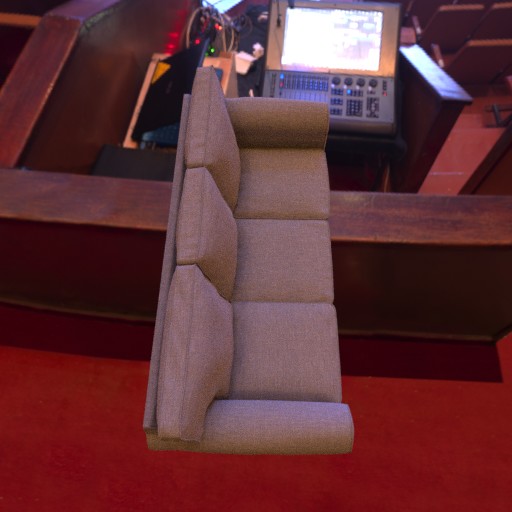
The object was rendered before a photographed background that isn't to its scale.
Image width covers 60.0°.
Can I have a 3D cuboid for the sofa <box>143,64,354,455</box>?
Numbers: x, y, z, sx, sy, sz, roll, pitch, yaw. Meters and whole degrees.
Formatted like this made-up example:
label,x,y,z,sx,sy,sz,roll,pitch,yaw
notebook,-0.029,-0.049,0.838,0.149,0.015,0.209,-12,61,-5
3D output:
label,x,y,z,sx,sy,sz,roll,pitch,yaw
sofa,0.000,0.000,2.528,0.916,0.961,2.084,1,63,0
